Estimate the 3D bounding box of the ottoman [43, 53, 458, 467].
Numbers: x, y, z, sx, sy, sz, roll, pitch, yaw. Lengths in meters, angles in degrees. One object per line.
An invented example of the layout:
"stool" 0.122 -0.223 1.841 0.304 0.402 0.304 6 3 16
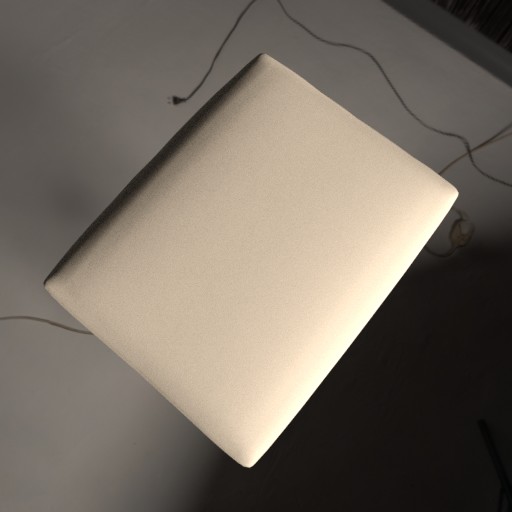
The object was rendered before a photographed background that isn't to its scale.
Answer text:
"ottoman" 0.000 0.000 1.117 0.584 0.513 0.741 39 79 9
